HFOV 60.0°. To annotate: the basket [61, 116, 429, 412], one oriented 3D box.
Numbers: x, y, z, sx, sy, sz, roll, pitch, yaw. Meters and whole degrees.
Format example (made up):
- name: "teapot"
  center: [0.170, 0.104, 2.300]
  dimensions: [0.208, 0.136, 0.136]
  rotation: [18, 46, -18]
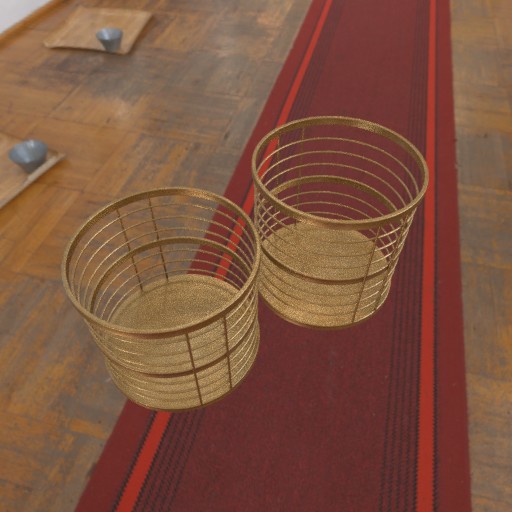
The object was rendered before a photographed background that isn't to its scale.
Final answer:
- name: "basket"
  center: [0.000, 0.000, 0.966]
  dimensions: [0.746, 0.351, 0.356]
  rotation: [-24, 52, -20]
